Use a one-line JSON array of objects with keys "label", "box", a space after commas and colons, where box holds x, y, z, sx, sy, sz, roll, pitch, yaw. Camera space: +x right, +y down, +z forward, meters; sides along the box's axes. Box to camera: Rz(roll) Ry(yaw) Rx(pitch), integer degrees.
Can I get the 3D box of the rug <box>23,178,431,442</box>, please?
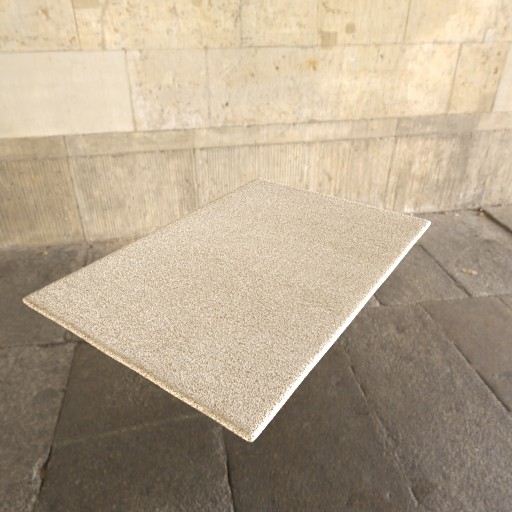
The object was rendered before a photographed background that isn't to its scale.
[{"label": "rug", "box": [0.000, 0.000, 2.231, 1.219, 0.030, 1.778, 20, 36, 30]}]
